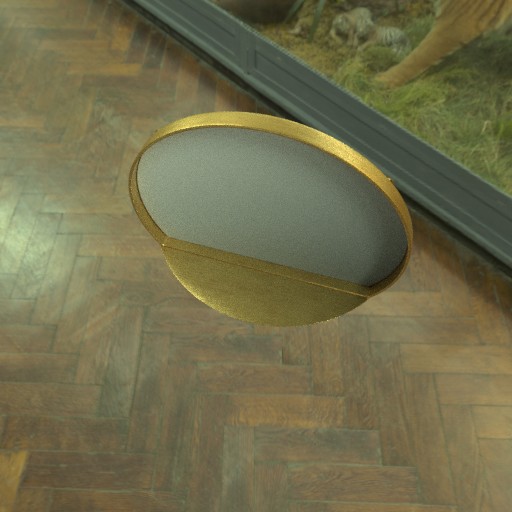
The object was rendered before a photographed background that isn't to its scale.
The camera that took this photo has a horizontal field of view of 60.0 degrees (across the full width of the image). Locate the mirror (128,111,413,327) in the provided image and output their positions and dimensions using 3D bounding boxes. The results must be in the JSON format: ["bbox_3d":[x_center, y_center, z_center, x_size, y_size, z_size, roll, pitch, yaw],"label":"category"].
[{"bbox_3d":[0.000,0.000,0.700,0.457,0.457,0.133,14,60,8],"label":"mirror"}]
